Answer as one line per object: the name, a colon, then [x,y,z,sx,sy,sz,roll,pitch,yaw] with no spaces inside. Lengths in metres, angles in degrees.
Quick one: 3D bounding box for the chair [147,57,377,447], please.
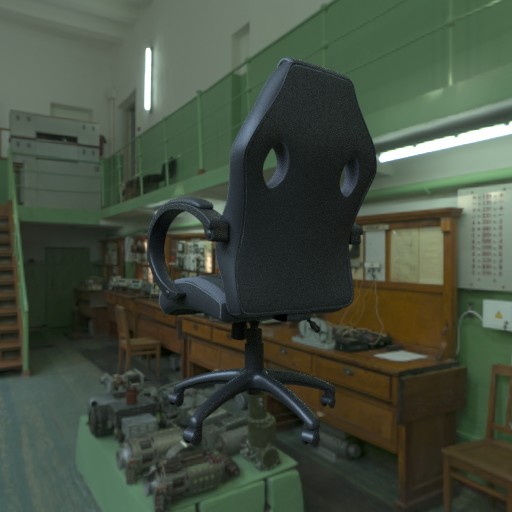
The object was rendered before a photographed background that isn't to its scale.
chair: [0.000,0.000,1.646,0.673,1.187,0.724,0,0,-35]
